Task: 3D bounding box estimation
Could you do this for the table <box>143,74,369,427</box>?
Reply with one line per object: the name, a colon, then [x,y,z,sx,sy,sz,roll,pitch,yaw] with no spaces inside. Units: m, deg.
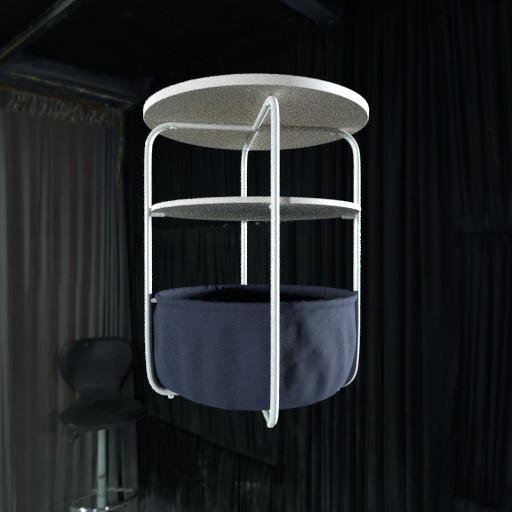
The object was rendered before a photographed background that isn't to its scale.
table: [0.000,0.000,0.853,0.418,0.532,0.418,0,1,37]
